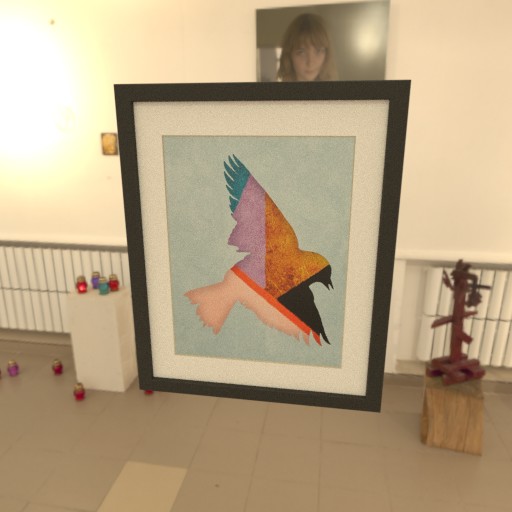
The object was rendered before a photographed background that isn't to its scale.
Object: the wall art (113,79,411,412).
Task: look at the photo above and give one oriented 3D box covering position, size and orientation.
[{"bbox_3d":[0.000,0.000,0.763,0.457,0.558,0.028,3,17,9],"label":"wall art"}]
